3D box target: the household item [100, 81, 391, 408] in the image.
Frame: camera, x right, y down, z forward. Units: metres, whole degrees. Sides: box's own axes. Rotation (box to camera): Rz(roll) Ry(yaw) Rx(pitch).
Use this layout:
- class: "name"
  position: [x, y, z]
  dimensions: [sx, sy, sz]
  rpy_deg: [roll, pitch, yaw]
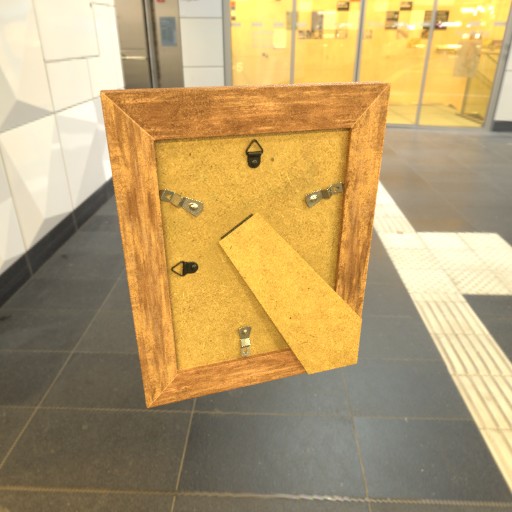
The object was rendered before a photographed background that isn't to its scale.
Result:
- class: "household item"
  position: [0.000, 0.000, 0.330]
  dimensions: [0.186, 0.237, 0.018]
  rpy_deg: [-8, 28, -16]
